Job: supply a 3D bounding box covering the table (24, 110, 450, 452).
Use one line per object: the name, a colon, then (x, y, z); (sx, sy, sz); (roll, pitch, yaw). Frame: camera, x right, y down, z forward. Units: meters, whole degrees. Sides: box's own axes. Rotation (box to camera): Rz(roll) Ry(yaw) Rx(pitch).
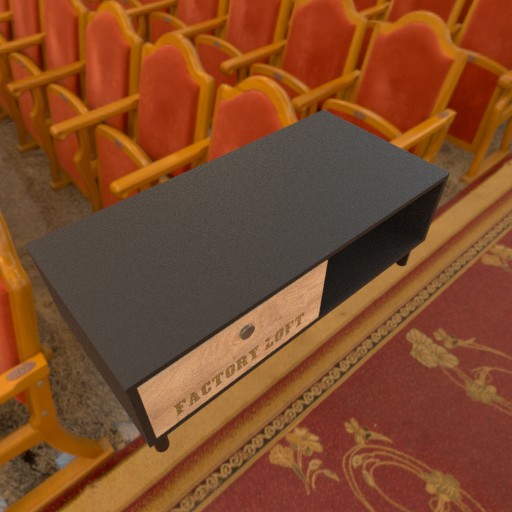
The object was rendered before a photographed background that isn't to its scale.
table: (0.000, 0.000, 1.377); (1.100, 0.400, 0.550); (-31, 53, -27)
